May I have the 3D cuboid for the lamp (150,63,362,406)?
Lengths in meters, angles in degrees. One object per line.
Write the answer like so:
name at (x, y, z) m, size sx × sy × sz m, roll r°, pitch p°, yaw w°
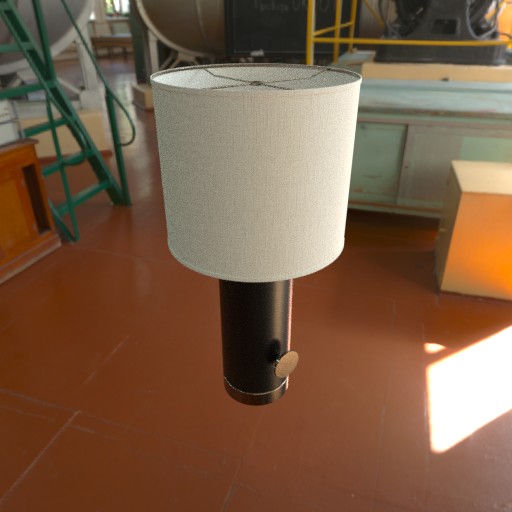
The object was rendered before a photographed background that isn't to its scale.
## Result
lamp at (0.000, 0.000, 0.631) m, size 0.241 × 0.482 × 0.240 m, roll -21°, pitch 35°, yaw -32°
